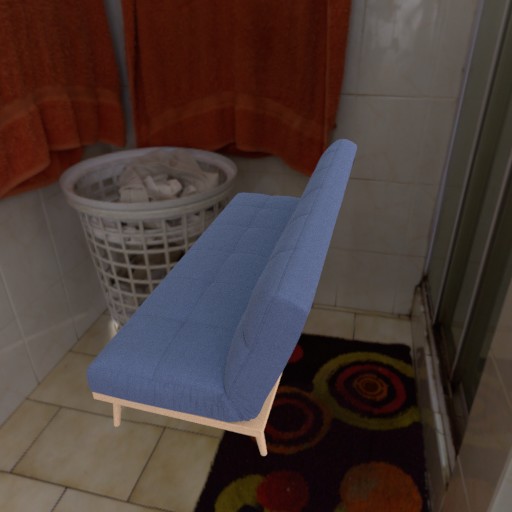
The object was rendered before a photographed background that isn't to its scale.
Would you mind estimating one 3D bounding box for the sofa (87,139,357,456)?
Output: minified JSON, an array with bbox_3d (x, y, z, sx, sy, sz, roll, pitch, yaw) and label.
[{"bbox_3d":[0.000,0.000,2.226,0.796,0.800,1.800,8,30,14],"label":"sofa"}]
